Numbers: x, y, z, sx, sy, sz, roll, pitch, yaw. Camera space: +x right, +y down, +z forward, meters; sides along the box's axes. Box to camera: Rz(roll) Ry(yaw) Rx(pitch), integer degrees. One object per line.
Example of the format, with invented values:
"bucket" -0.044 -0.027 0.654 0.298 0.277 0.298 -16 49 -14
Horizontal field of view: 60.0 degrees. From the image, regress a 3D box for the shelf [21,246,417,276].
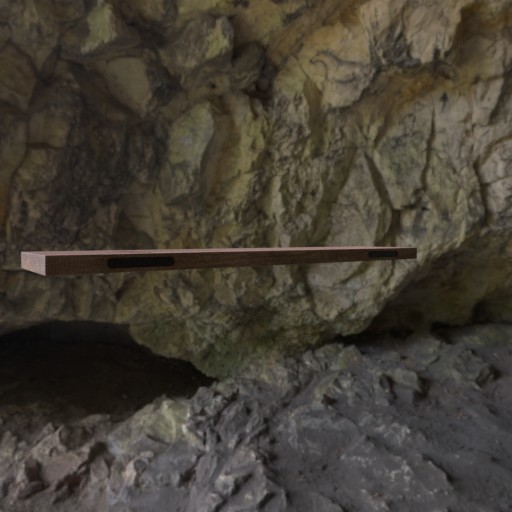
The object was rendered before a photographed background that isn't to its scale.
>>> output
"shelf" 0.000 0.000 0.666 0.610 0.020 0.140 -2 3 -36
